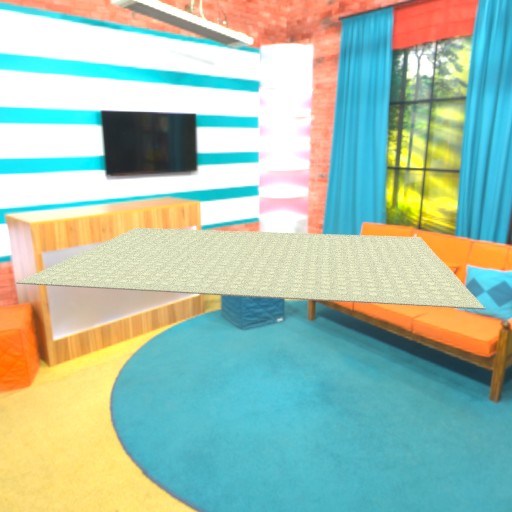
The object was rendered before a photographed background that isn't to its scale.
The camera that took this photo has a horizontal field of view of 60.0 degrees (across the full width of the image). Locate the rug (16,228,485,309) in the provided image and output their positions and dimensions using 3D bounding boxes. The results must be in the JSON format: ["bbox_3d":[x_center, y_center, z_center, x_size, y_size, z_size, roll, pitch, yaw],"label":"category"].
[{"bbox_3d":[0.000,0.000,2.161,1.747,0.006,1.143,2,15,9],"label":"rug"}]
